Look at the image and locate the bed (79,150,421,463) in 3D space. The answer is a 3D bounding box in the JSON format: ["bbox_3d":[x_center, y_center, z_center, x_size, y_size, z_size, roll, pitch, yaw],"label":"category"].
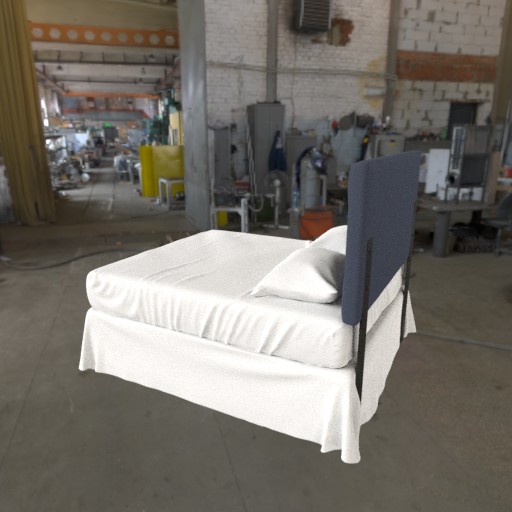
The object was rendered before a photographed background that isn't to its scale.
[{"bbox_3d":[0.000,0.000,3.425,2.222,1.577,1.936,8,18,27],"label":"bed"}]
